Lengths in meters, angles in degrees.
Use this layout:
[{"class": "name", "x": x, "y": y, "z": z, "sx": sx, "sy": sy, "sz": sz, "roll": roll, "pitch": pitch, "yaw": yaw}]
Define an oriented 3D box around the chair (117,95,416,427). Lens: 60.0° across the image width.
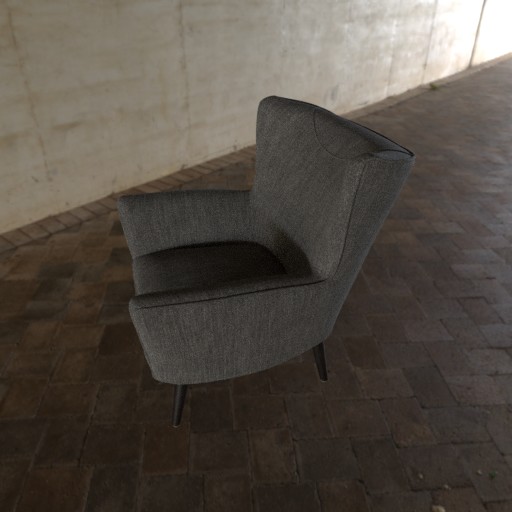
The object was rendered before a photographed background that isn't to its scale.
[{"class": "chair", "x": 0.000, "y": 0.000, "z": 1.571, "sx": 0.888, "sy": 0.933, "sz": 0.781, "roll": -9, "pitch": 32, "yaw": -15}]
